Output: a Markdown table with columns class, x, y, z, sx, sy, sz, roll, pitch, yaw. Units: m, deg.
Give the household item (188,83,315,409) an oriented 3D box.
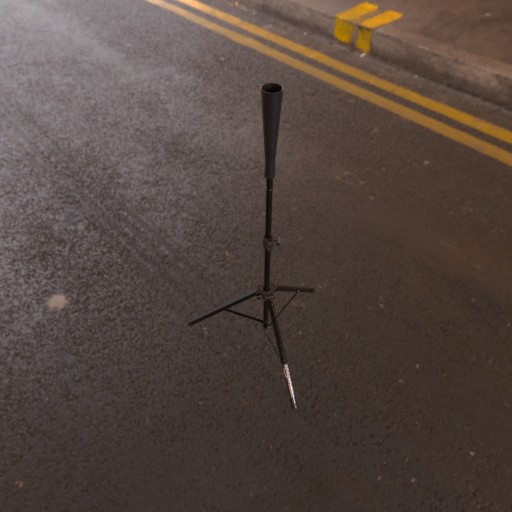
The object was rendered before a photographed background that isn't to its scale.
| class | x | y | z | sx | sy | sz | roll | pitch | yaw |
| --- | --- | --- | --- | --- | --- | --- | --- | --- | --- |
| household item | 0.000 | 0.000 | 1.408 | 0.559 | 1.067 | 0.559 | -3 | 47 | -2 |
